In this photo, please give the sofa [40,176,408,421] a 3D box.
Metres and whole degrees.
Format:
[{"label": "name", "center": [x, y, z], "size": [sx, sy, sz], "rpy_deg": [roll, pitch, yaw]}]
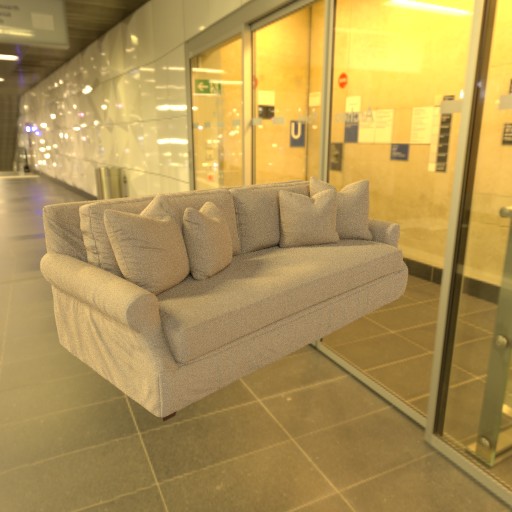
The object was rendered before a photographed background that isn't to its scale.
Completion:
[{"label": "sofa", "center": [0.000, 0.000, 2.806], "size": [1.067, 0.904, 2.285], "rpy_deg": [14, 20, 43]}]
